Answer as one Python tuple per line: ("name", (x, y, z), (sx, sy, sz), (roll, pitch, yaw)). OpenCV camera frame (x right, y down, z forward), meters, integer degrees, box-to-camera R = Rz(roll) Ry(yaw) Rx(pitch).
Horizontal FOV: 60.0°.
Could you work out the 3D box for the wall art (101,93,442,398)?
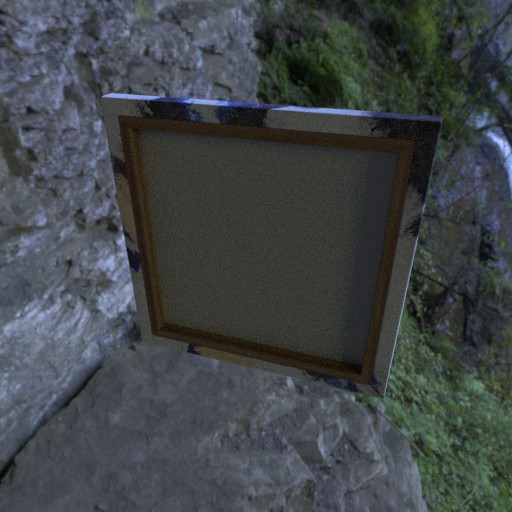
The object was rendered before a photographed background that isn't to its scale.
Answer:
("wall art", (0.000, 0.000, 0.926), (0.609, 0.609, 0.039), (9, 32, 15))
